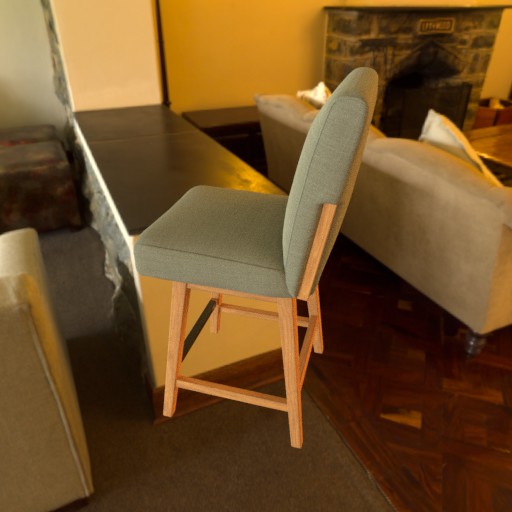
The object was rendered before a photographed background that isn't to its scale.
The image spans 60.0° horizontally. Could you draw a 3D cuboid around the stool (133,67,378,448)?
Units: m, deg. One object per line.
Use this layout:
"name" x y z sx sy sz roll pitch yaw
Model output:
"stool" 0.000 0.000 1.313 0.570 1.019 0.459 8 31 14
